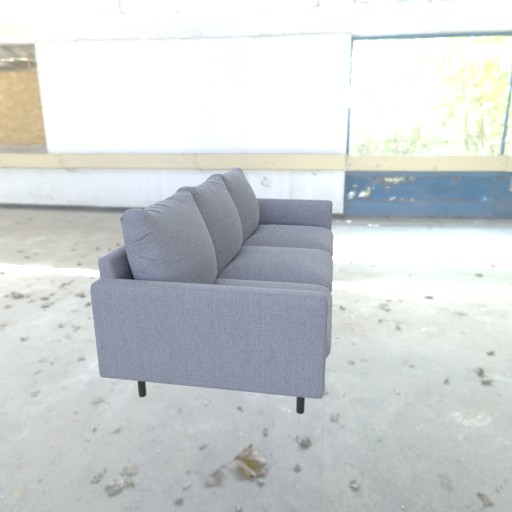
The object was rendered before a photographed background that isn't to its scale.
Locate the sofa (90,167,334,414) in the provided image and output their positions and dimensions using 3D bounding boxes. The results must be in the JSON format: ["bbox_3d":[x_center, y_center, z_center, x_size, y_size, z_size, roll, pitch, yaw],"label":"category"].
[{"bbox_3d":[0.000,0.000,2.467,0.850,0.830,2.000,3,17,9],"label":"sofa"}]
